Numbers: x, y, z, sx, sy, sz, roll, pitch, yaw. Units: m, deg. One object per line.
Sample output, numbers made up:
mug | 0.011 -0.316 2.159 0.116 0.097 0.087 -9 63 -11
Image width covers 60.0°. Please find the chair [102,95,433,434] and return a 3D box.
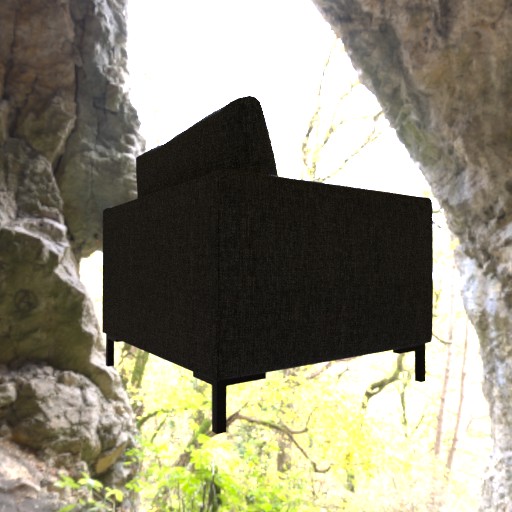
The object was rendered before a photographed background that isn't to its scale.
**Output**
chair | 0.000 0.000 1.647 0.866 0.861 0.963 1 -1 -35
